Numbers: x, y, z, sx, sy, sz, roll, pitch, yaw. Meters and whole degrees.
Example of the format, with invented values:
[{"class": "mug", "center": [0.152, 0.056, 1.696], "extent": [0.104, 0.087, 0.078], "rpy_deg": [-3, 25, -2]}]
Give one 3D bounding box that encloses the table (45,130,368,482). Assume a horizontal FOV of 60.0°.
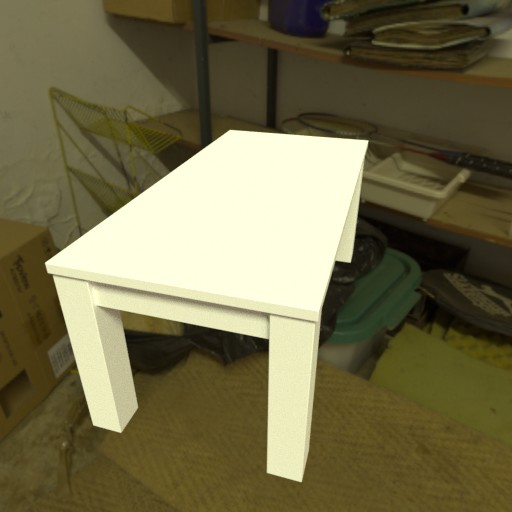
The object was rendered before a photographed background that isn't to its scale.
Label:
[{"class": "table", "center": [0.000, 0.000, 2.277], "extent": [0.900, 0.790, 1.800], "rpy_deg": [8, 31, 14]}]
